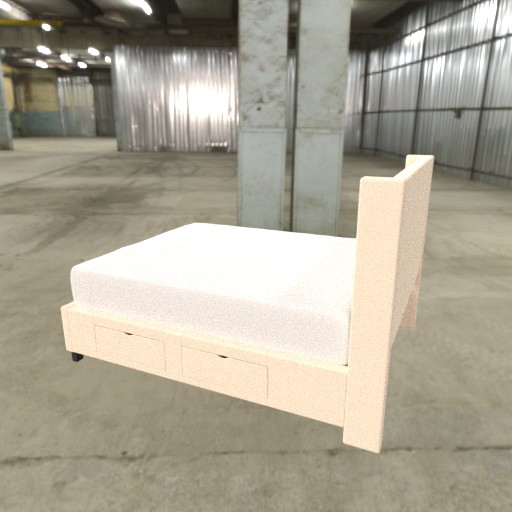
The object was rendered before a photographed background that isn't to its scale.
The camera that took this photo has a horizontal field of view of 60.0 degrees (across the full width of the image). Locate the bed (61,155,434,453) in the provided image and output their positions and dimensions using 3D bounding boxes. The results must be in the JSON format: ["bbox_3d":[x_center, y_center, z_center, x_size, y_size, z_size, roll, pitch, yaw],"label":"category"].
[{"bbox_3d":[0.000,0.000,3.394,2.280,1.471,1.765,8,18,24],"label":"bed"}]
